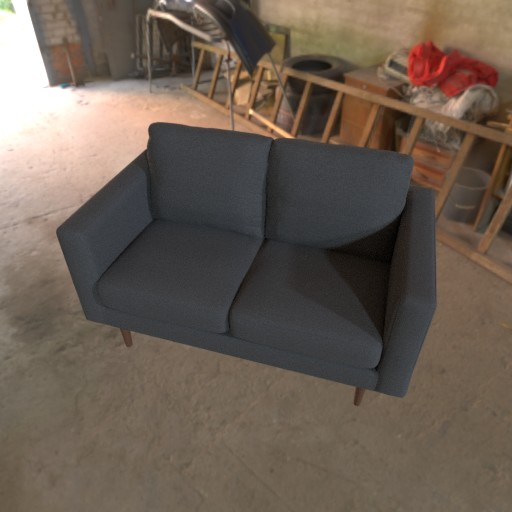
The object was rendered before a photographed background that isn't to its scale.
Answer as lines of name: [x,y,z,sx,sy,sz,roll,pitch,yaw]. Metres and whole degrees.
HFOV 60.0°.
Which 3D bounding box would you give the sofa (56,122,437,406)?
sofa: [0.000,0.000,1.977,1.430,0.908,0.796,11,40,13]
